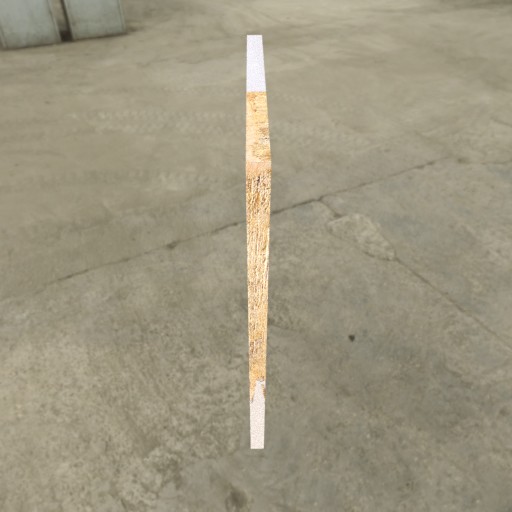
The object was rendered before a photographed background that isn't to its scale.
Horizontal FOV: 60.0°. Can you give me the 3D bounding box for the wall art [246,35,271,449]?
[{"bbox_3d":[0.000,0.000,1.167,0.039,0.911,0.607,-1,42,-1],"label":"wall art"}]
